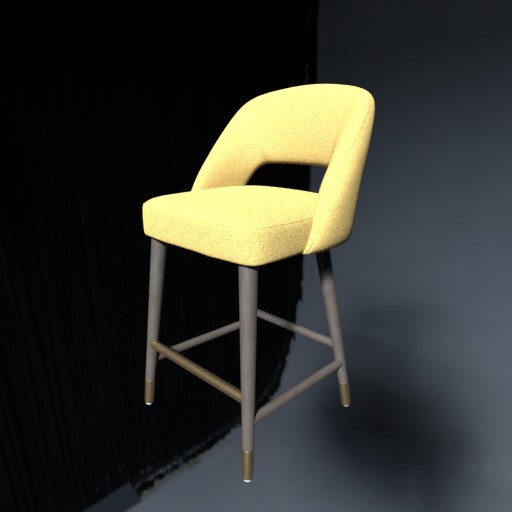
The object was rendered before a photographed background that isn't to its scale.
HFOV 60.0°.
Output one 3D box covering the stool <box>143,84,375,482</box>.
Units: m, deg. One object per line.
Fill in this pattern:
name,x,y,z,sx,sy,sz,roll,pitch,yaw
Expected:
stool,0.000,0.000,1.261,0.536,0.939,0.522,16,23,43
